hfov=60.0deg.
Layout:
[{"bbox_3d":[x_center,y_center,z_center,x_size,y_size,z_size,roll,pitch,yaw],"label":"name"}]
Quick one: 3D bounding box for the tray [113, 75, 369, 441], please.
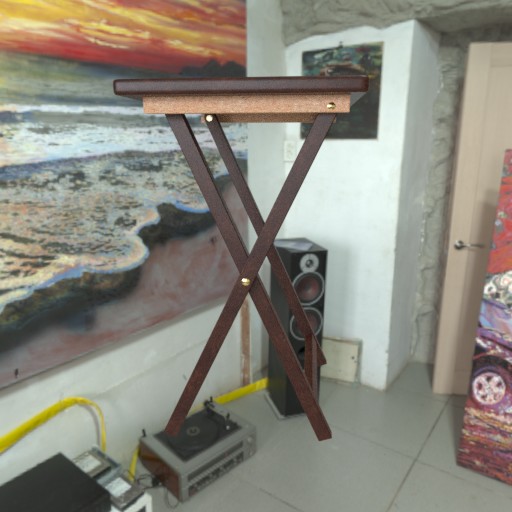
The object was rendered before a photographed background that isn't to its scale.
[{"bbox_3d":[0.000,0.000,0.956,0.381,0.660,0.483,2,15,7],"label":"tray"}]
